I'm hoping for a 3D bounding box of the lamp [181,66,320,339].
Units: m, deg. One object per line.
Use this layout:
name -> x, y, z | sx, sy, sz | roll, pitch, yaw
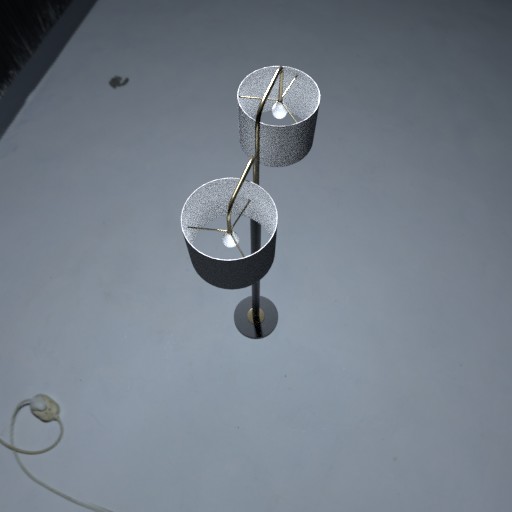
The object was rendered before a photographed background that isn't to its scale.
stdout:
lamp -> 0.000, 0.000, 1.845 | 0.254, 1.587, 0.711 | 16, 64, 8
